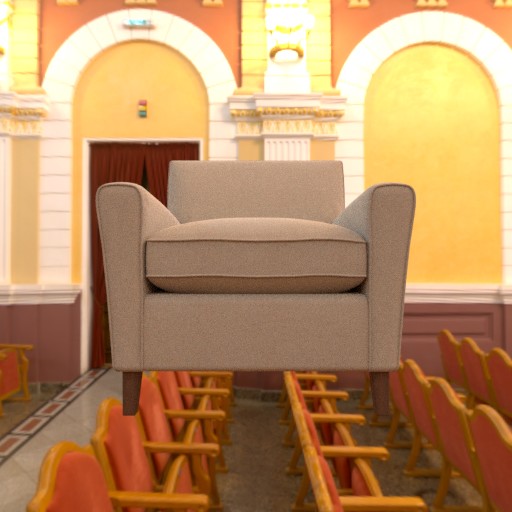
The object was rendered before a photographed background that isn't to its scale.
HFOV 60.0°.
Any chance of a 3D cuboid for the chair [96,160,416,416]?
[{"bbox_3d":[0.000,0.000,1.575,0.840,0.846,0.871,0,0,0],"label":"chair"}]
